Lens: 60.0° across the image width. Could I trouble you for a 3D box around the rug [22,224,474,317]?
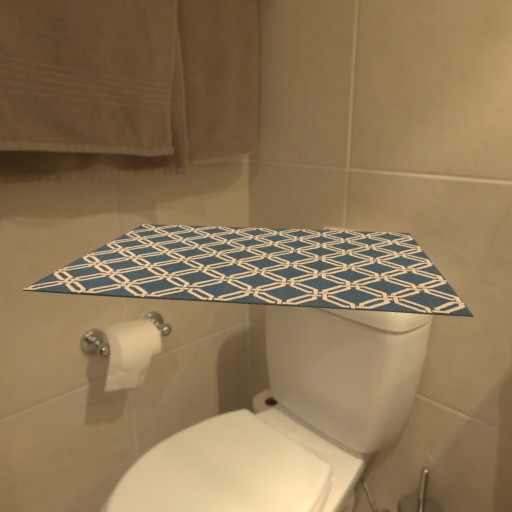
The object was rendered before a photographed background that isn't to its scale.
[{"bbox_3d":[0.000,0.000,4.382,3.342,0.018,2.432,2,17,8],"label":"rug"}]
